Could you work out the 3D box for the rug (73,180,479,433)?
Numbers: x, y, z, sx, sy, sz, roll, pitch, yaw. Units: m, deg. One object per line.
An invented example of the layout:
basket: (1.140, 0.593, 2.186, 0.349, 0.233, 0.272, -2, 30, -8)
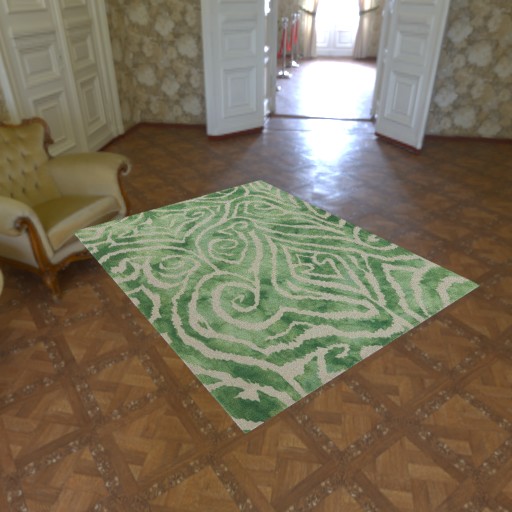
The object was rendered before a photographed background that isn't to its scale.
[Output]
rug: (0.000, 0.000, 4.160, 2.436, 0.007, 3.045, -21, 37, -31)
